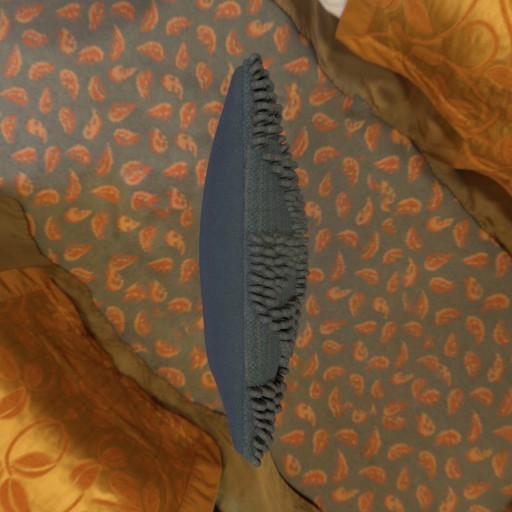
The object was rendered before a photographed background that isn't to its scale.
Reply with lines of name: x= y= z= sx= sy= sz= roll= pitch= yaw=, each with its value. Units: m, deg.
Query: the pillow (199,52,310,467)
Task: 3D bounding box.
pillow: x=0.000 y=0.000 z=0.715 sx=0.172 sy=0.466 sz=0.469 roll=0 pitch=92 yaw=0
